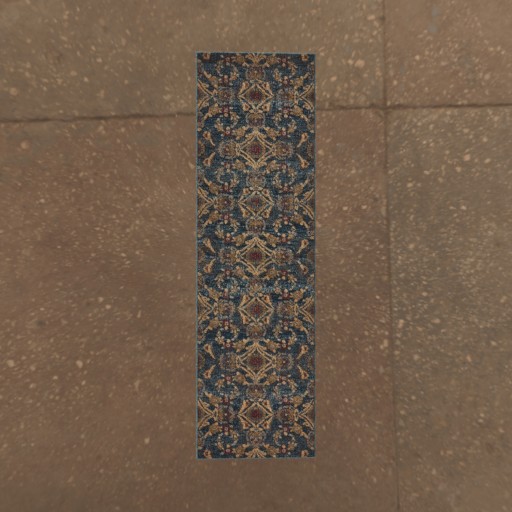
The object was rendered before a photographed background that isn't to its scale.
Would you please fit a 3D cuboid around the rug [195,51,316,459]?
[{"bbox_3d":[0.000,0.000,2.500,0.685,0.014,2.292,0,90,-2],"label":"rug"}]
